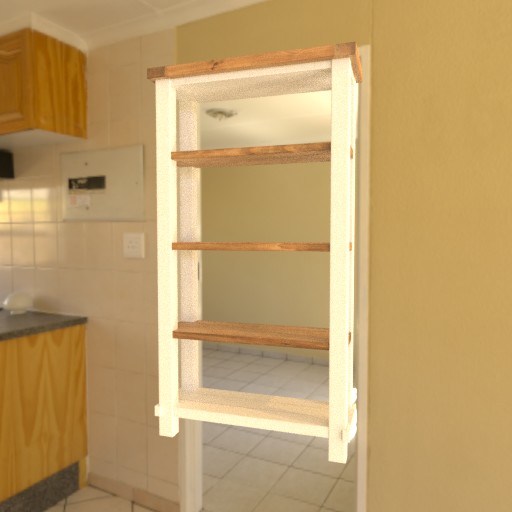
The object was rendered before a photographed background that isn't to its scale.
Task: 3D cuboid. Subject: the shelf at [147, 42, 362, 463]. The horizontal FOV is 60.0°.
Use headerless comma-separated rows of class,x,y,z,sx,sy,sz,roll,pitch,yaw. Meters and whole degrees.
shelf,0.000,0.000,2.284,1.022,1.878,0.381,1,3,17
